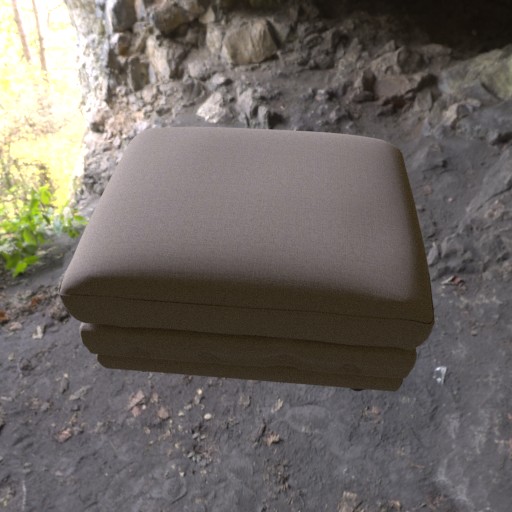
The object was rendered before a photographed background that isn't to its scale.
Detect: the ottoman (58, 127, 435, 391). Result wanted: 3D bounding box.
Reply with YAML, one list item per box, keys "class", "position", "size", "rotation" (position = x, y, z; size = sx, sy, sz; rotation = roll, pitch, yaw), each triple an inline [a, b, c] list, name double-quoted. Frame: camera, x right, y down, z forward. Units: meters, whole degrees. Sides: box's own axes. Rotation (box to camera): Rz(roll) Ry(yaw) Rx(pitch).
- class: "ottoman"
  position: [0.000, 0.000, 1.049]
  size: [0.684, 0.463, 0.541]
  rotation: [4, 48, 4]
